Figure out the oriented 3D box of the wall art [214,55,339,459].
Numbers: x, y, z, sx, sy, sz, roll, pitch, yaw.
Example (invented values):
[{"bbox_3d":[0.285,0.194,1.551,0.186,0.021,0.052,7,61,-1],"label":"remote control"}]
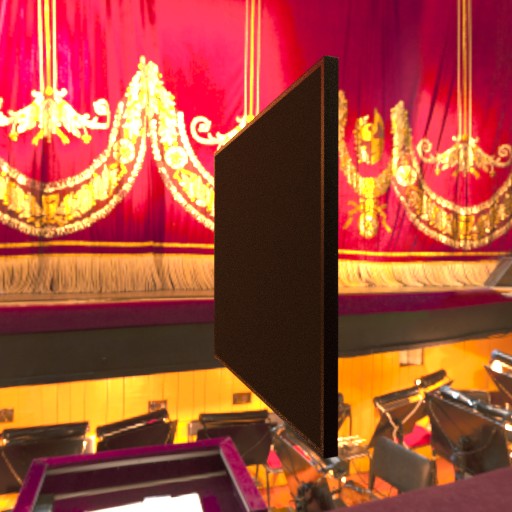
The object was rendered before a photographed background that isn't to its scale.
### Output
[{"bbox_3d":[0.000,0.000,0.742,0.018,0.450,0.521,0,0,-19],"label":"wall art"}]
